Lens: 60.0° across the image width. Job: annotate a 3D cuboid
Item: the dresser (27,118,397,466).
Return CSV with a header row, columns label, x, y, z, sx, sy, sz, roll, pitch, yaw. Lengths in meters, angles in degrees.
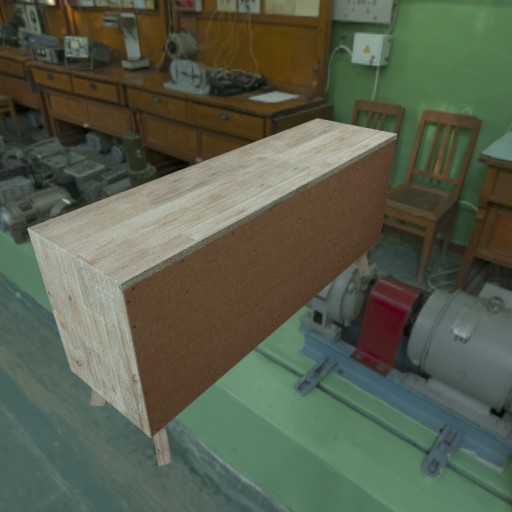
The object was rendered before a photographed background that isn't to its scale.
label,x,y,z,sx,sy,sz,roll,pitch,yaw
dresser,0.000,0.000,1.934,0.455,0.788,1.602,23,39,32
